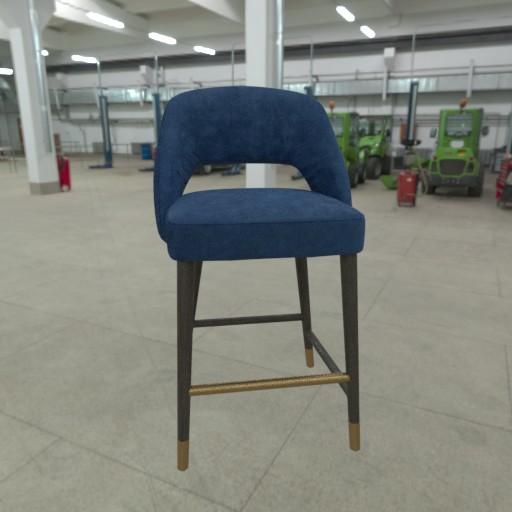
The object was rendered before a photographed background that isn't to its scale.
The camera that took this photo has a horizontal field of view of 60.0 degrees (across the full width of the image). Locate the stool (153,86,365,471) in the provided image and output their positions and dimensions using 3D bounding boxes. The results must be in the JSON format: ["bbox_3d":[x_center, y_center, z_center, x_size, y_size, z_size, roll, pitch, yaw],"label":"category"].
[{"bbox_3d":[0.000,0.000,1.228,0.536,0.925,0.524,-2,16,-9],"label":"stool"}]
